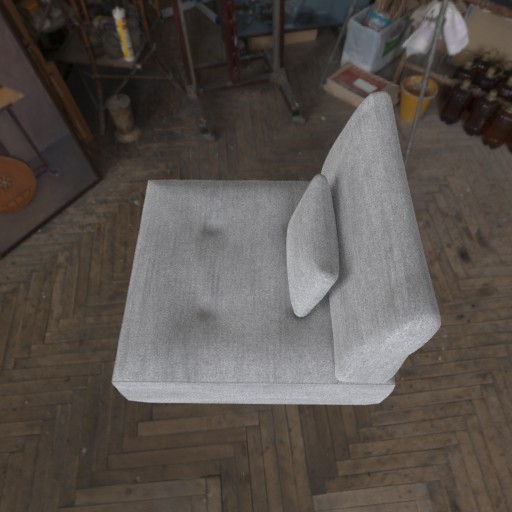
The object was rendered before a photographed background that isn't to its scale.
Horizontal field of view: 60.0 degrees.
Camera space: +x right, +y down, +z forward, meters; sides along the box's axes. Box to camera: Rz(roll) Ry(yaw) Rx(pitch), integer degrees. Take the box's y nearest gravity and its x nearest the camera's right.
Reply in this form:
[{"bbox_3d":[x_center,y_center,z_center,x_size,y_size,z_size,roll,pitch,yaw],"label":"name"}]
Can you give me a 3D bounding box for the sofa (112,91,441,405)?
[{"bbox_3d":[0.000,0.000,1.695,1.000,0.820,0.930,1,58,0],"label":"sofa"}]
